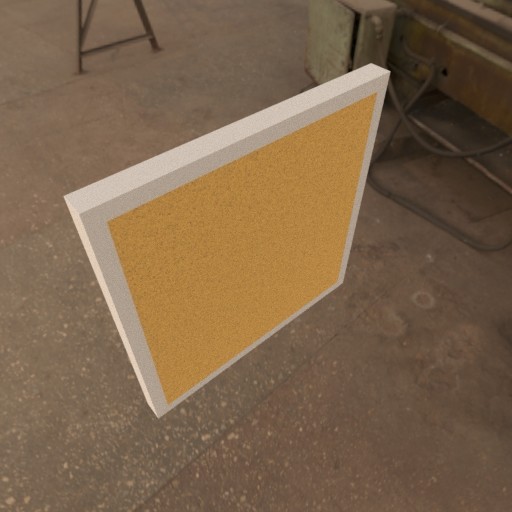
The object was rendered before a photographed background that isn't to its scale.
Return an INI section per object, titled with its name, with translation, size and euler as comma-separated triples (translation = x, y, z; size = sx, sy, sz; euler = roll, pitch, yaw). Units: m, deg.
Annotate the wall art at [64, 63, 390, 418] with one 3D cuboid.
[wall art]
translation = 0.000, 0.000, 1.937
size = 1.289, 1.291, 0.098
euler = -32, 55, -26
